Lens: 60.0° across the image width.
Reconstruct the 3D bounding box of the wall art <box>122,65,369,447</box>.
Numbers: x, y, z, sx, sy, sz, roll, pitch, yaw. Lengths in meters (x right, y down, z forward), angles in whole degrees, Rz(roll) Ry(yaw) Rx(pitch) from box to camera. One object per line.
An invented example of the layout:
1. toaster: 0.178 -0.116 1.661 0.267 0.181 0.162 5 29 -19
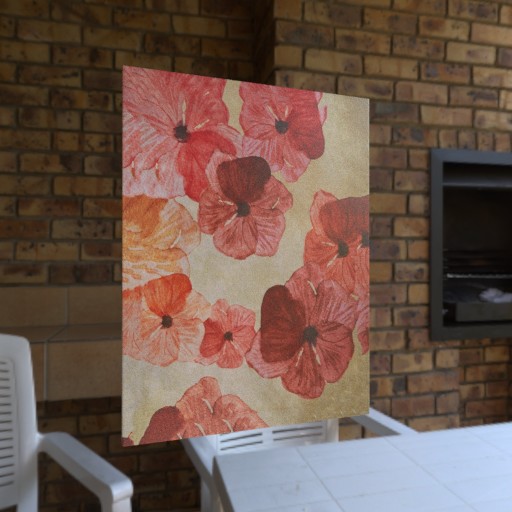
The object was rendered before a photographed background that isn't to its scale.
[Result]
1. wall art: 0.000 0.000 1.316 0.762 1.015 0.031 0 0 -19
